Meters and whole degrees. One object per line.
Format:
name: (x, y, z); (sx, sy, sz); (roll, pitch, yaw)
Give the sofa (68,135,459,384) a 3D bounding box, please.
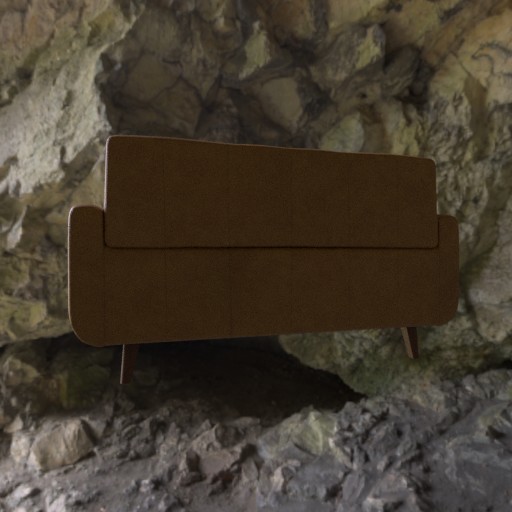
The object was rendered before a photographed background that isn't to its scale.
sofa: (0.000, 0.000, 2.214); (1.651, 0.925, 0.952); (0, 1, -17)
